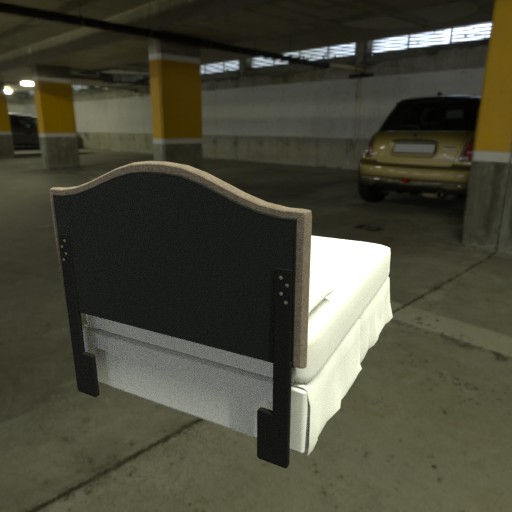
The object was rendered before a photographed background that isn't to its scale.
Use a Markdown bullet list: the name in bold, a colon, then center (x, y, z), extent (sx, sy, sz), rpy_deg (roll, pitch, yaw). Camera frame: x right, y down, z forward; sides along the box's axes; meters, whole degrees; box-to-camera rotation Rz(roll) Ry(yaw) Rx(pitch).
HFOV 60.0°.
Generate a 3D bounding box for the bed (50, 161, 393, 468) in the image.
- **bed**: center (0.000, 0.000, 3.302), extent (1.713, 1.518, 2.153), rpy_deg (8, 18, 26)
